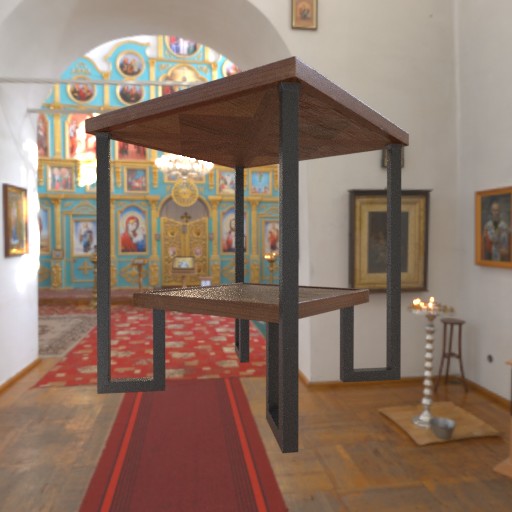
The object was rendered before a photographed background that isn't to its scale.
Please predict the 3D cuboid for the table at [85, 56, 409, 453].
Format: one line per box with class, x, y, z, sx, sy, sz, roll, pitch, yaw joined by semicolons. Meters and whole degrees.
table;0.000;0.000;0.965;0.503;0.563;0.503;0;1;36
